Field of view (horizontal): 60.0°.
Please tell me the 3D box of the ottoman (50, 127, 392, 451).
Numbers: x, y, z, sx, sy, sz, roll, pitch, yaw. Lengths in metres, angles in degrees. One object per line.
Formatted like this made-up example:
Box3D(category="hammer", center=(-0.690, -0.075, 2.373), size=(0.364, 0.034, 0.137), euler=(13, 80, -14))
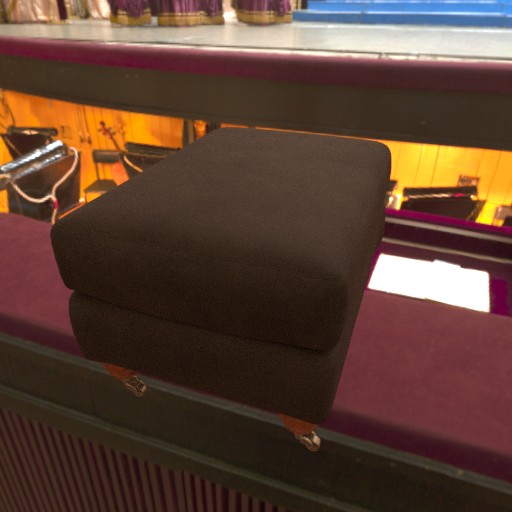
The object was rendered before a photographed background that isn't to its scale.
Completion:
Box3D(category="ottoman", center=(0.000, 0.000, 1.129), size=(0.574, 0.497, 0.773), euler=(11, 32, 17))
